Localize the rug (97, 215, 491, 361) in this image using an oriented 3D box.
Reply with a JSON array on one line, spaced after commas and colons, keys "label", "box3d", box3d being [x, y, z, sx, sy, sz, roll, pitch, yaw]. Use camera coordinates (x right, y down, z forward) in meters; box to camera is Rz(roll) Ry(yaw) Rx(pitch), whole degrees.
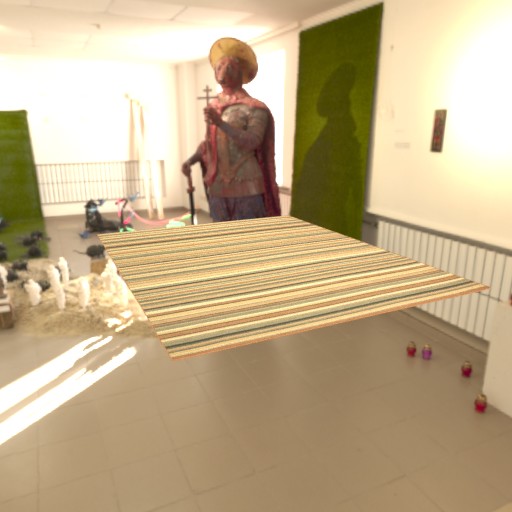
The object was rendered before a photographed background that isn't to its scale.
[{"label": "rug", "box3d": [0.000, 0.000, 4.097, 2.436, 0.011, 3.045, -8, 18, -25]}]
